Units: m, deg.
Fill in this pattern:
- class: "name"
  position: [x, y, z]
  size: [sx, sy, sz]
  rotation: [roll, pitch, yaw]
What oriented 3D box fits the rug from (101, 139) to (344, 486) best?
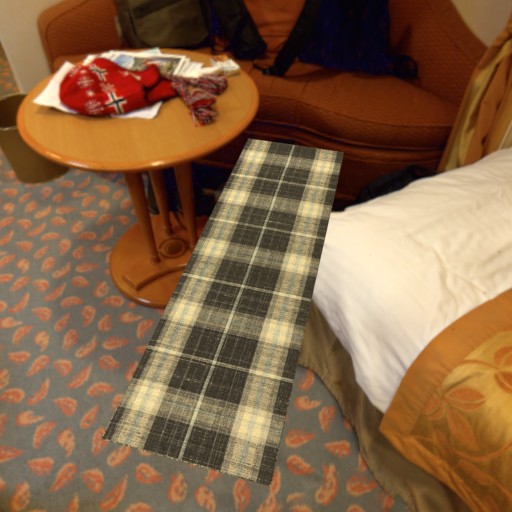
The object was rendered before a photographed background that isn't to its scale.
- class: "rug"
  position: [0.000, 0.000, 2.660]
  size: [0.760, 0.012, 2.434]
  rotation: [11, 48, 10]
